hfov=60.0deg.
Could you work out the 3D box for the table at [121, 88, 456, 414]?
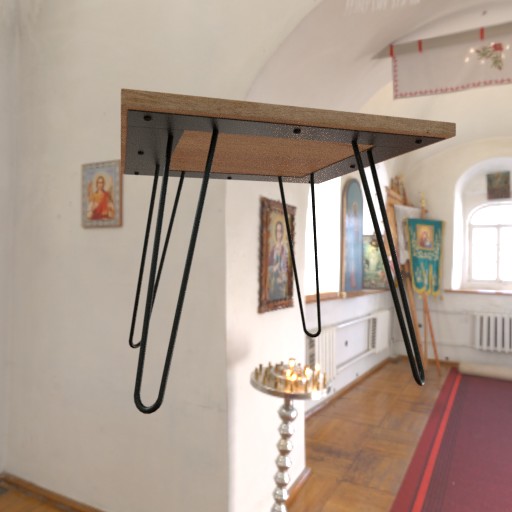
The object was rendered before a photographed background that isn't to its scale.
[{"bbox_3d":[0.000,0.000,1.027,0.599,0.500,0.599,0,0,-17],"label":"table"}]
